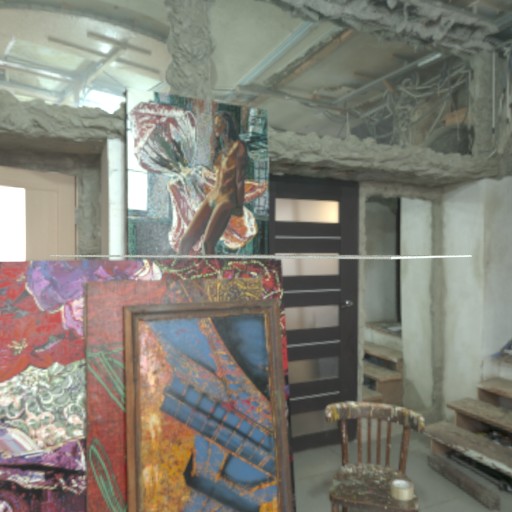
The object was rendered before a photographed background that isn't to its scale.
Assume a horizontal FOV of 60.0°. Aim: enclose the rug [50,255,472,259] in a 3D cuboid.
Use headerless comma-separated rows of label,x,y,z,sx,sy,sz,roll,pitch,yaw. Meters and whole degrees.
rug,0.000,0.000,2.868,2.284,0.008,1.522,0,0,36
